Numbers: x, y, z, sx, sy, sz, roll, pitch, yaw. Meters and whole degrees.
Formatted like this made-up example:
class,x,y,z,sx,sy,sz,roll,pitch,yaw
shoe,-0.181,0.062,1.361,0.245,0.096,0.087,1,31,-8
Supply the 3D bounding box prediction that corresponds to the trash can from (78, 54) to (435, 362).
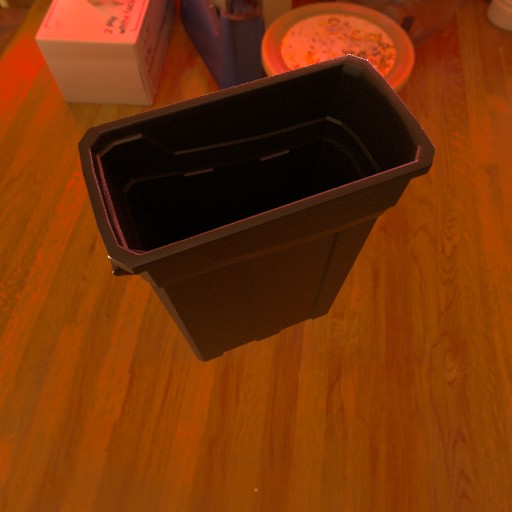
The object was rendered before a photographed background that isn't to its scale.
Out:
class,x,y,z,sx,sy,sz,roll,pitch,yaw
trash can,0.000,0.000,1.051,0.559,0.762,0.281,-20,64,-10
